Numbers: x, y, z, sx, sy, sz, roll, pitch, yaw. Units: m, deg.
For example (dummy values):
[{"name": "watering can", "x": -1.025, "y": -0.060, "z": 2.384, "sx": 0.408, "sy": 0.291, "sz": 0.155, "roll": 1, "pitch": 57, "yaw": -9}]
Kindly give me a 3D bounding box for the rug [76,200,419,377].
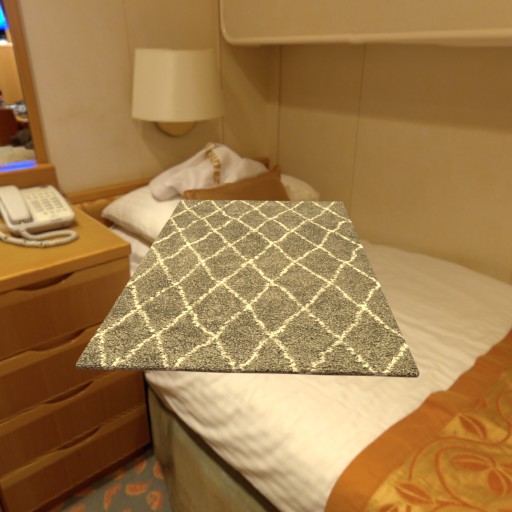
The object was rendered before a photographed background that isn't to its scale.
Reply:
[{"name": "rug", "x": 0.000, "y": 0.000, "z": 3.053, "sx": 1.524, "sy": 0.030, "sz": 2.438, "roll": 1, "pitch": 25, "yaw": 2}]
